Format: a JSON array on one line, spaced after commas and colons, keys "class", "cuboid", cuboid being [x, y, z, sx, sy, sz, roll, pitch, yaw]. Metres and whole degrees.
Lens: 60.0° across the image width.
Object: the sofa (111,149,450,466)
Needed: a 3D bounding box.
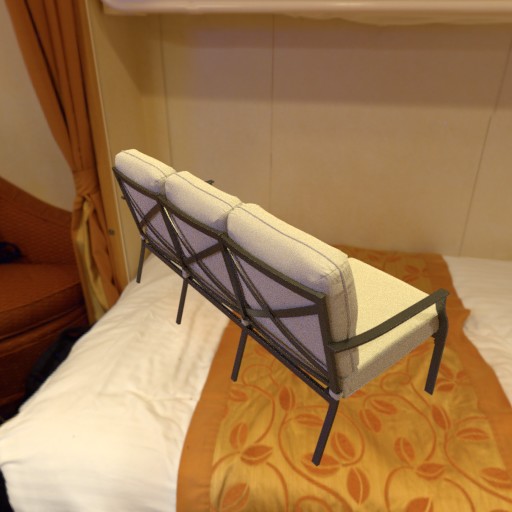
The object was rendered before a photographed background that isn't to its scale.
[{"class": "sofa", "cuboid": [0.000, 0.000, 2.214, 0.787, 0.860, 1.740, -19, 33, -32]}]
